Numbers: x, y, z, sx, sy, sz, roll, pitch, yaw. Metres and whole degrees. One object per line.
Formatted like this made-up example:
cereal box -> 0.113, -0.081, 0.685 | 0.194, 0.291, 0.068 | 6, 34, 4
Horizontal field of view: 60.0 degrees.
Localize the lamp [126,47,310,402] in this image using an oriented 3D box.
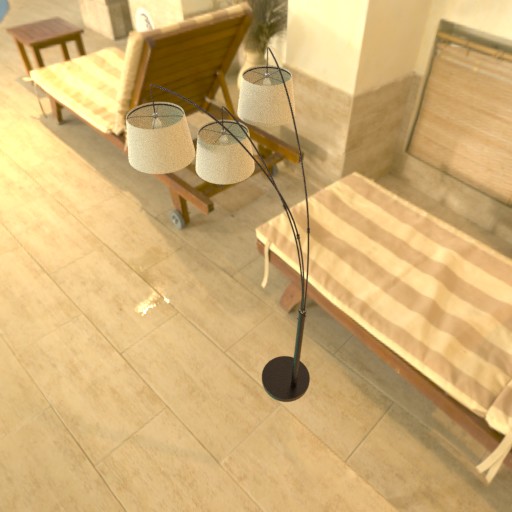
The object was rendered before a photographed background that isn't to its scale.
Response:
lamp -> 0.000, 0.000, 2.496 | 0.951, 1.950, 0.924 | -30, 52, -27
